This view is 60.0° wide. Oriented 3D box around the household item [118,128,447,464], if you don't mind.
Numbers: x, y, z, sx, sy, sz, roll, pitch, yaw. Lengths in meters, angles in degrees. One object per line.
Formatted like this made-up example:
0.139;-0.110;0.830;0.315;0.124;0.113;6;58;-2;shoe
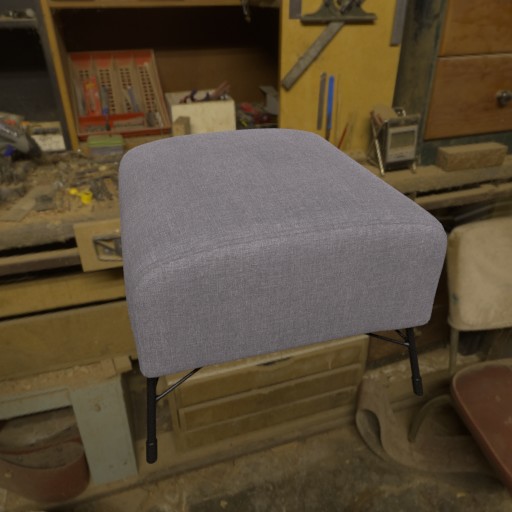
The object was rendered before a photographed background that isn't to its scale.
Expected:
0.000;0.000;0.906;0.530;0.410;0.530;-9;32;-14;household item
